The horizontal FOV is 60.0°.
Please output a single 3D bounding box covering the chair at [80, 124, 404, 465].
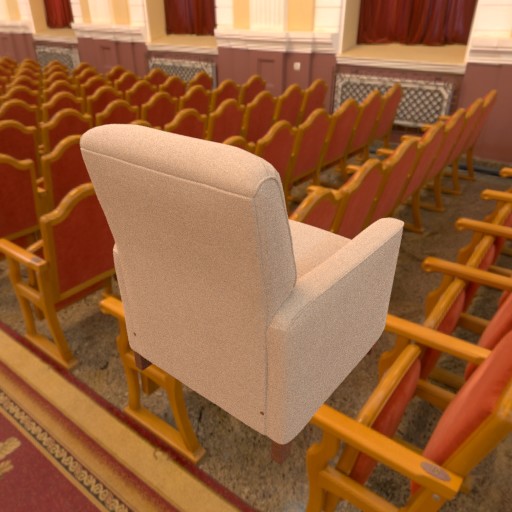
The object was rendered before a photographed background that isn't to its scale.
[{"bbox_3d":[0.000,0.000,1.641,0.841,1.023,0.858,21,35,32],"label":"chair"}]
